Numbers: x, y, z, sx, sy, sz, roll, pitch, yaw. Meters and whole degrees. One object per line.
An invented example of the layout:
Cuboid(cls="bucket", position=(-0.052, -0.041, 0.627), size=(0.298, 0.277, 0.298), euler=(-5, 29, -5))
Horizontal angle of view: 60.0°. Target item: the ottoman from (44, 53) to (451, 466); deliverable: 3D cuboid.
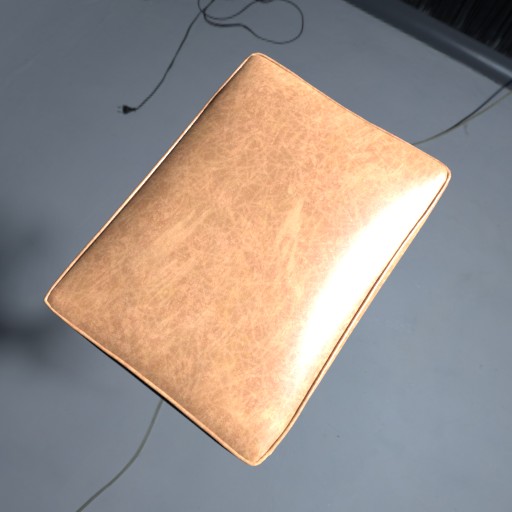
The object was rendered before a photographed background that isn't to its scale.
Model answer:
Cuboid(cls="ottoman", position=(0.000, 0.000, 1.101), size=(0.554, 0.468, 0.756), euler=(35, 78, 9))
